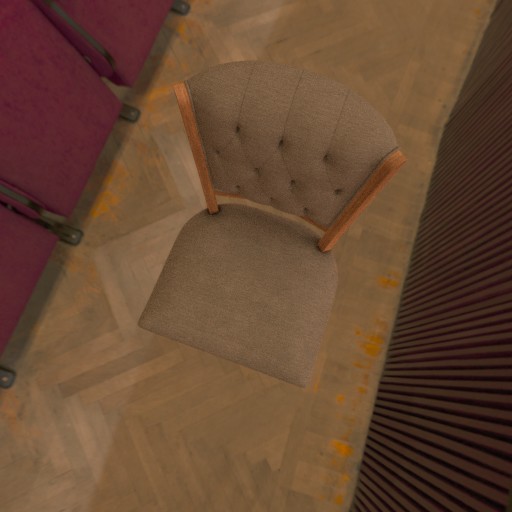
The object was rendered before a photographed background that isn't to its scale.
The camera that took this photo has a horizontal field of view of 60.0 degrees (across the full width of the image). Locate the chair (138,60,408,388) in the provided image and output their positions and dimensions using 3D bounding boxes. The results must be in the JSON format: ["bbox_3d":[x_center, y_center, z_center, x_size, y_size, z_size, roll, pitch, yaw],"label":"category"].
[{"bbox_3d":[0.000,0.000,1.241,0.513,0.905,0.584,19,76,5],"label":"chair"}]
